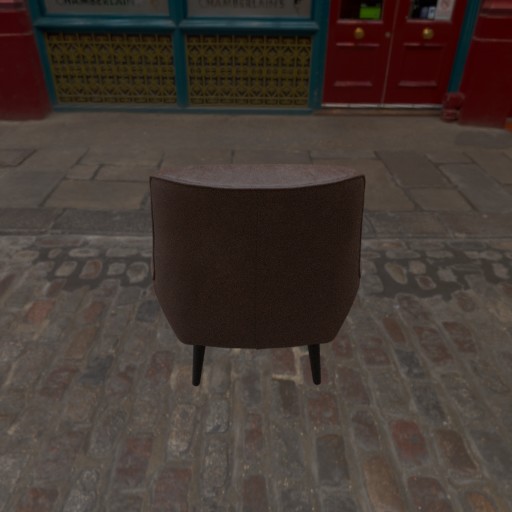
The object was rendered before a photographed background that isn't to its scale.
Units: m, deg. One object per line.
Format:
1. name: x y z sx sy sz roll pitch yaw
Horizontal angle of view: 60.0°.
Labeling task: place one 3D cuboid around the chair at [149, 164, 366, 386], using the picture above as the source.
1. chair: 0.000 0.000 1.545 0.787 0.888 0.824 0 31 -1
